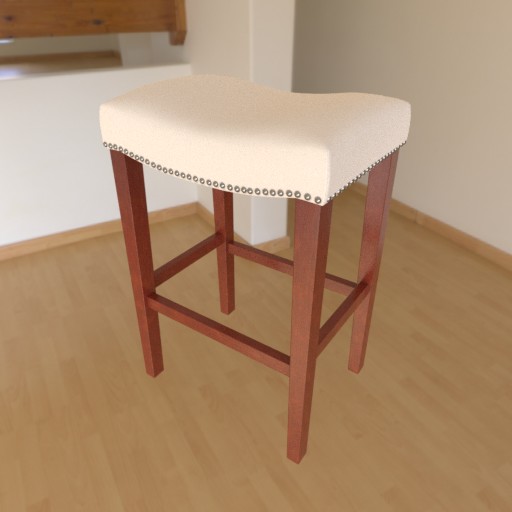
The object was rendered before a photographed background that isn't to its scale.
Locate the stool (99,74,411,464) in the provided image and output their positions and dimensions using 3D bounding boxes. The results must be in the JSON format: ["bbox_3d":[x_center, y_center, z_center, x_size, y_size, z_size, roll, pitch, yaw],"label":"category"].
[{"bbox_3d":[0.000,0.000,1.035,0.504,0.742,0.372,20,36,29],"label":"stool"}]
